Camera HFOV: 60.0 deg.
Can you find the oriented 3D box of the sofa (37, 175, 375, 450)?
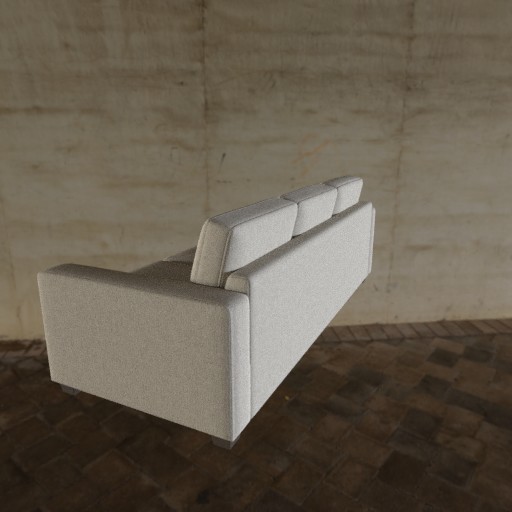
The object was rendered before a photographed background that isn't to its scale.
[{"bbox_3d":[0.000,0.000,2.525,0.900,0.800,2.160,8,17,25],"label":"sofa"}]
